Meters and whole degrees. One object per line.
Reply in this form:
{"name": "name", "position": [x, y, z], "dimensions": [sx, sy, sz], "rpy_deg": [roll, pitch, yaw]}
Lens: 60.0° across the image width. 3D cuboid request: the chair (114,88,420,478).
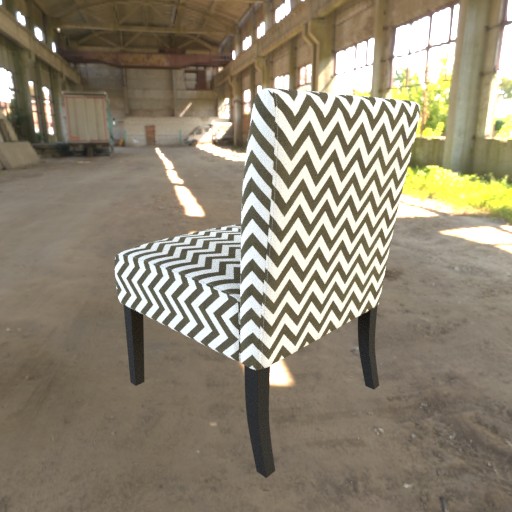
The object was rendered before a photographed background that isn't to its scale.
{"name": "chair", "position": [0.000, 0.000, 1.266], "dimensions": [0.648, 0.838, 0.589], "rpy_deg": [15, 22, 41]}
